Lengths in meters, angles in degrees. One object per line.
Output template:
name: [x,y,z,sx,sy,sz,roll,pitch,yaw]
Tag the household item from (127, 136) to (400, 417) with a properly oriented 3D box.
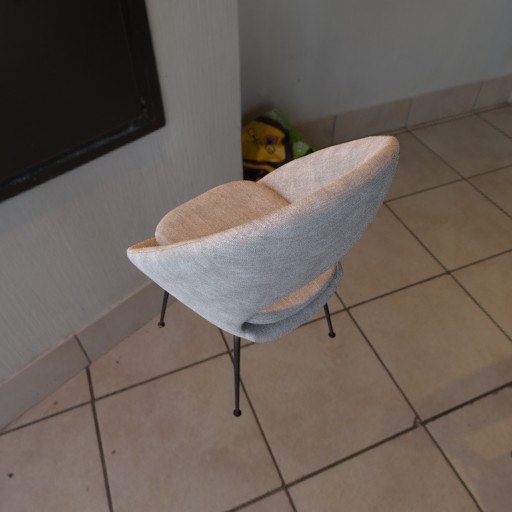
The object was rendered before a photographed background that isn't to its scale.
household item: [0.000,0.000,1.270,0.643,0.869,0.587,-32,55,-26]
